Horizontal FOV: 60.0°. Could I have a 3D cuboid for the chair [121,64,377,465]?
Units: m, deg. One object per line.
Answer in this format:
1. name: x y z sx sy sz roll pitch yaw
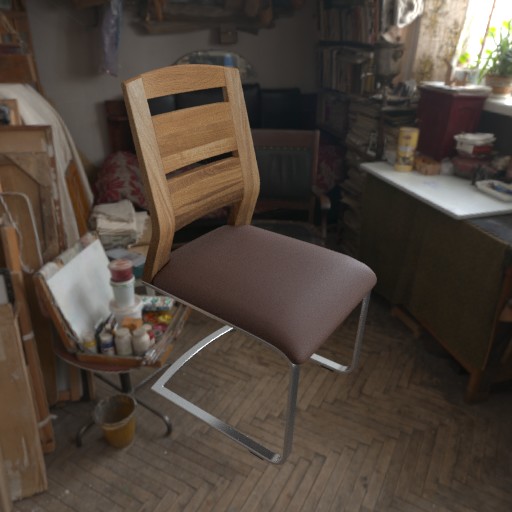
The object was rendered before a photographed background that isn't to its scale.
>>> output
1. chair: 0.000 0.000 1.249 0.570 0.970 0.460 18 33 31
